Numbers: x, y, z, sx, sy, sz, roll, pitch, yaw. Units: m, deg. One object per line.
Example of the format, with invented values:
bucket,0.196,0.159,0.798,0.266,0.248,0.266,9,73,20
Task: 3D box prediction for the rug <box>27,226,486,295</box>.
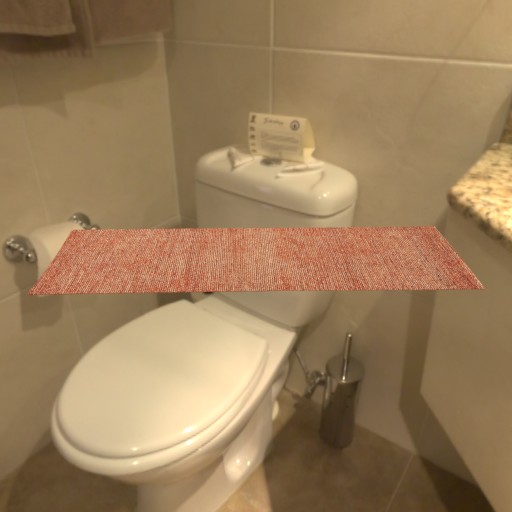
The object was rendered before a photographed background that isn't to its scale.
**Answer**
rug,0.000,0.000,2.559,2.353,0.013,0.718,-1,30,-1
